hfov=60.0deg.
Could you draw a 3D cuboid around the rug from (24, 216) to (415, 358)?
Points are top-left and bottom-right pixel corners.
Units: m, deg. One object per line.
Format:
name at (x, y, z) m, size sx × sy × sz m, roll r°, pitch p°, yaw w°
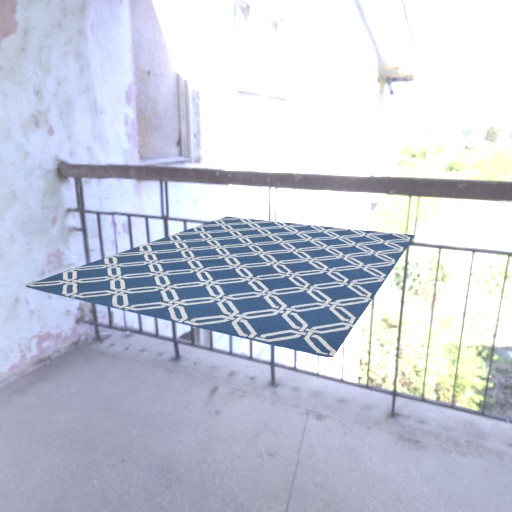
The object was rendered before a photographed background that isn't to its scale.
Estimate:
rug at (0.000, 0.000, 3.877) m, size 2.277 × 0.020 × 2.867 m, roll 8°, pitch 18°, yaw 25°
